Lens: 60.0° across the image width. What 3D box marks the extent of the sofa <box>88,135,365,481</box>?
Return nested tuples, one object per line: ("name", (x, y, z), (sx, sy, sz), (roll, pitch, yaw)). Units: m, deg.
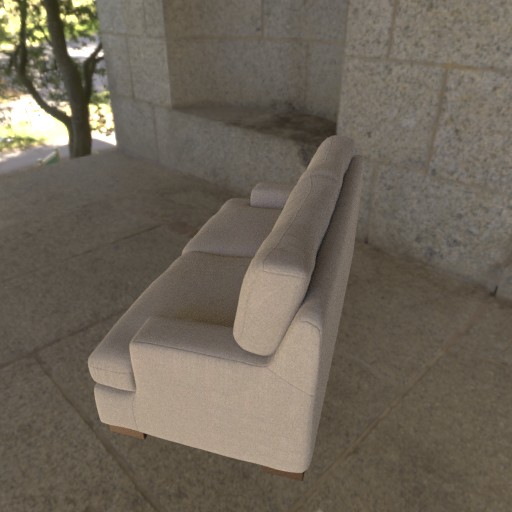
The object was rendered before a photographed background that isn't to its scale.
("sofa", (0.000, 0.000, 2.401), (0.962, 0.980, 1.855), (8, 31, 14))
